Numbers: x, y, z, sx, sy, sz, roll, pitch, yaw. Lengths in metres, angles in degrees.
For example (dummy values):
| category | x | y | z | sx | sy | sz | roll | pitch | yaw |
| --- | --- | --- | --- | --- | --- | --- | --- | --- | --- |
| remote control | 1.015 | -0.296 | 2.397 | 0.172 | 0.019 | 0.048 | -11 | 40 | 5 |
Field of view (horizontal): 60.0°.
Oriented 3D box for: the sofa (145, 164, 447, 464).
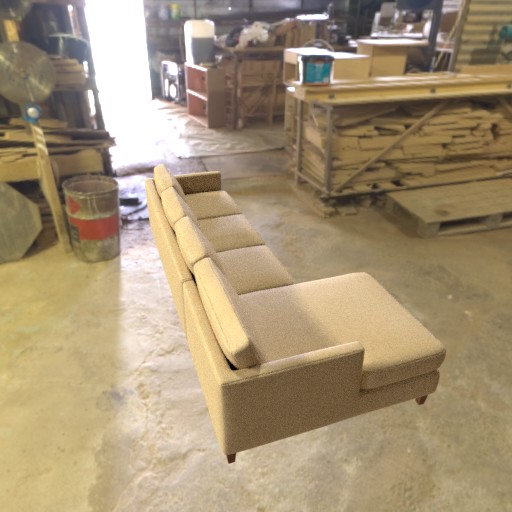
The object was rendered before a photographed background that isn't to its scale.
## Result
| category | x | y | z | sx | sy | sz | roll | pitch | yaw |
| --- | --- | --- | --- | --- | --- | --- | --- | --- | --- |
| sofa | 0.000 | 0.000 | 3.843 | 1.502 | 0.876 | 3.201 | -10 | 31 | -16 |
